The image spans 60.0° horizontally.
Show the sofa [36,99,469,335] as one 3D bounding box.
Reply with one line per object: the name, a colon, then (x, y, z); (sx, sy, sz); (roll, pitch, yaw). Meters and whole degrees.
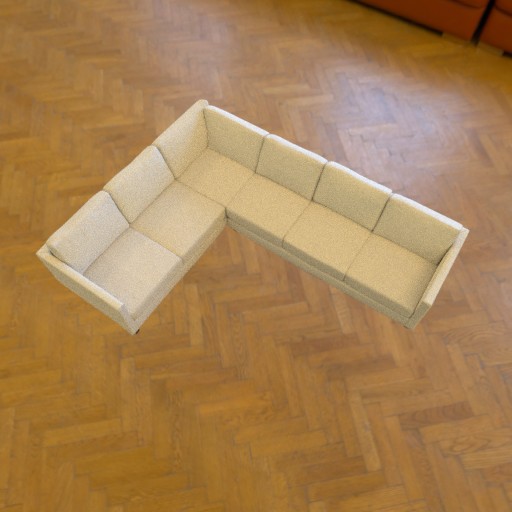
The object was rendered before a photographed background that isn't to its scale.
sofa: (0.000, 0.000, 4.256); (3.182, 0.863, 2.432); (30, 64, 16)
